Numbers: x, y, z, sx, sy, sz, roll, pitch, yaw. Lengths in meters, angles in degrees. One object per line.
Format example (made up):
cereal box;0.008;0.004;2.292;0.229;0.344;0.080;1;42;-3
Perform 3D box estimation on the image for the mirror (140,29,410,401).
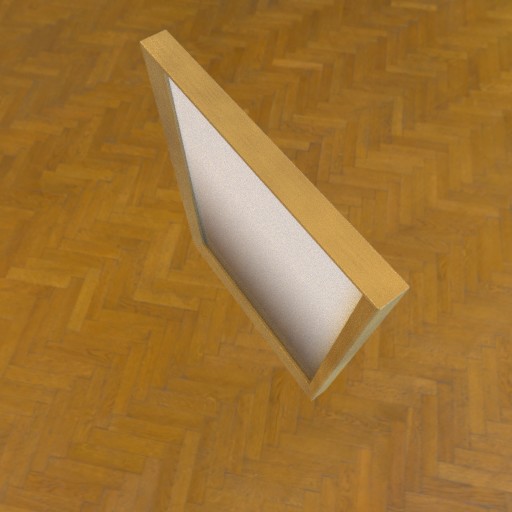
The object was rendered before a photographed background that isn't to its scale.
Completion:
mirror;0.000;0.000;0.675;0.041;0.509;0.406;-33;68;-15
